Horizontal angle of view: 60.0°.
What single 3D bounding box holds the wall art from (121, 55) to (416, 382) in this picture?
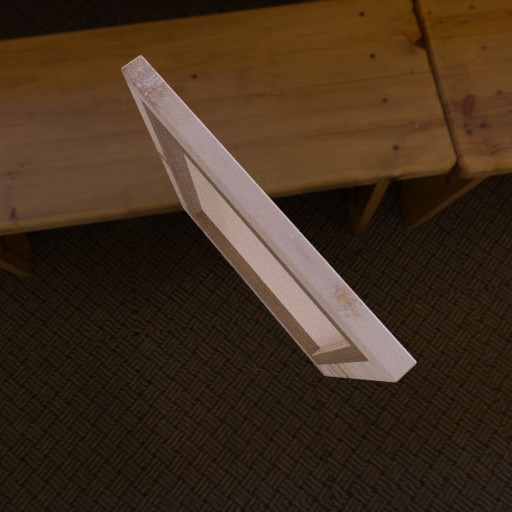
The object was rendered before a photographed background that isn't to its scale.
[{"bbox_3d":[0.000,0.000,0.930,0.040,0.613,0.611,-39,79,-9],"label":"wall art"}]
